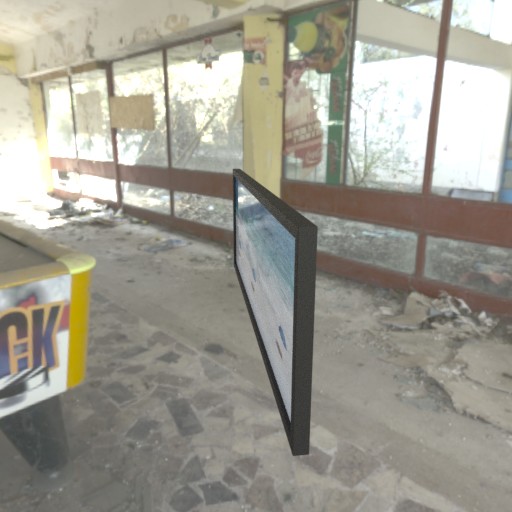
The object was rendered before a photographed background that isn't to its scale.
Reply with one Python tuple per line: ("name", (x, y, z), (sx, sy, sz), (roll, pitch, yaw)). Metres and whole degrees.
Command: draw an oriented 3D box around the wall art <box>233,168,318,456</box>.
("wall art", (0.000, 0.000, 1.732), (0.041, 0.554, 1.572), (-2, 16, -8))
